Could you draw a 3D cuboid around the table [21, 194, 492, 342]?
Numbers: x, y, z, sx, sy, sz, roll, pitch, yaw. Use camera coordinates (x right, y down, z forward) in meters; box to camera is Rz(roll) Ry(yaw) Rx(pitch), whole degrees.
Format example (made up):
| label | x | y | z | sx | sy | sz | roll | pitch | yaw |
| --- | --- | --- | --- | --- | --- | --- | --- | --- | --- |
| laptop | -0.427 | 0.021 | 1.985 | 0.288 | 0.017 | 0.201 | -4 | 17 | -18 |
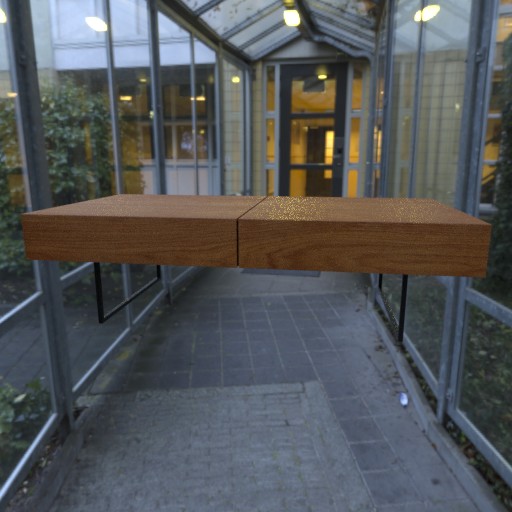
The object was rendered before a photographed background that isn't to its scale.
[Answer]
| label | x | y | z | sx | sy | sz | roll | pitch | yaw |
| --- | --- | --- | --- | --- | --- | --- | --- | --- | --- |
| table | 0.000 | 0.000 | 1.441 | 1.194 | 0.330 | 0.610 | 2 | 13 | 9 |
